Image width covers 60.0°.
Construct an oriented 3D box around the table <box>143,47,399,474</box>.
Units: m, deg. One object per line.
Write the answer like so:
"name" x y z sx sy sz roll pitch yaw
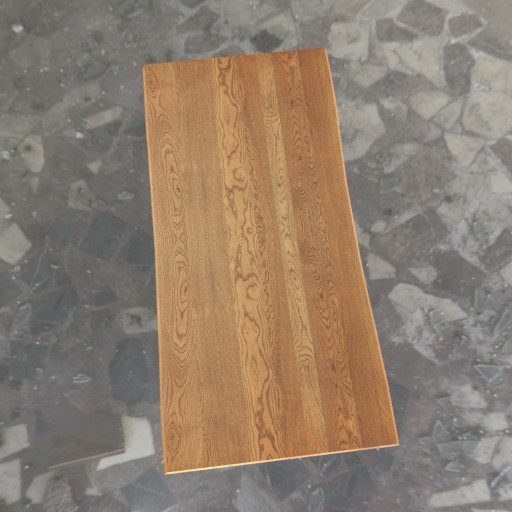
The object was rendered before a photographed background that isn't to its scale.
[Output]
"table" 0.000 0.000 2.247 0.900 0.770 1.800 -6 75 -2
